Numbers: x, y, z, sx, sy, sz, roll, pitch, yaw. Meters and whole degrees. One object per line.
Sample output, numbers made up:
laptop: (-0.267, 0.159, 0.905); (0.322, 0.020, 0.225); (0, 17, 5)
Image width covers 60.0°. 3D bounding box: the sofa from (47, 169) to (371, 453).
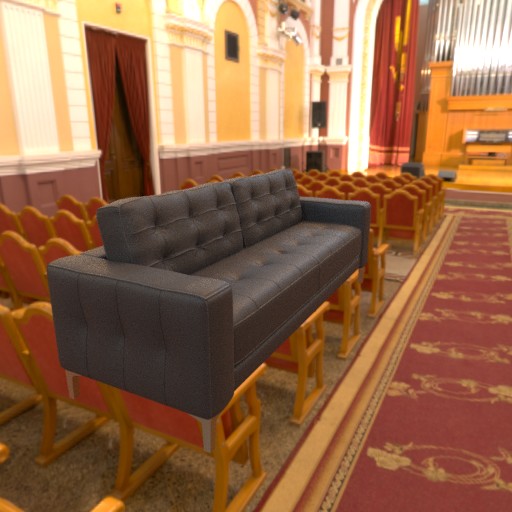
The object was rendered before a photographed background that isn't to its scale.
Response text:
sofa: (0.000, 0.000, 2.662); (0.833, 0.893, 2.275); (8, 18, 27)
